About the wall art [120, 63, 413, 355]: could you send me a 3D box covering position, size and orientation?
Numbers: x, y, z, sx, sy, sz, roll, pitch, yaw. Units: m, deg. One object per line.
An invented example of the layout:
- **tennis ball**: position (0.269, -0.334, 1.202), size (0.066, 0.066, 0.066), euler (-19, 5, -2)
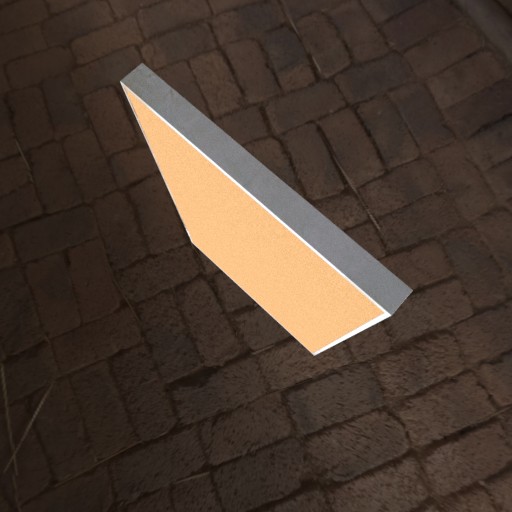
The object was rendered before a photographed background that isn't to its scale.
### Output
- **wall art**: position (0.000, 0.000, 0.776), size (0.403, 0.607, 0.036), euler (42, 78, 11)
